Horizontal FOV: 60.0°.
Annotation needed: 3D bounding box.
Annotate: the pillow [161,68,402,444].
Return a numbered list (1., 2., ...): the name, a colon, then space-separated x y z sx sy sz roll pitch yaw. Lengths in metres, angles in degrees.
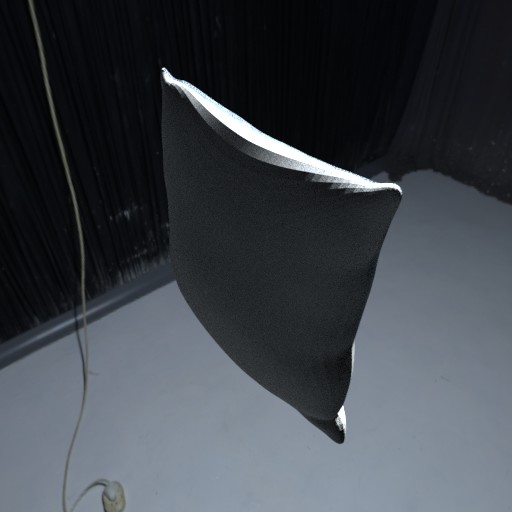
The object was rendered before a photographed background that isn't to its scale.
1. pillow: 0.000 0.000 0.653 0.182 0.441 0.440 -27 48 -28
